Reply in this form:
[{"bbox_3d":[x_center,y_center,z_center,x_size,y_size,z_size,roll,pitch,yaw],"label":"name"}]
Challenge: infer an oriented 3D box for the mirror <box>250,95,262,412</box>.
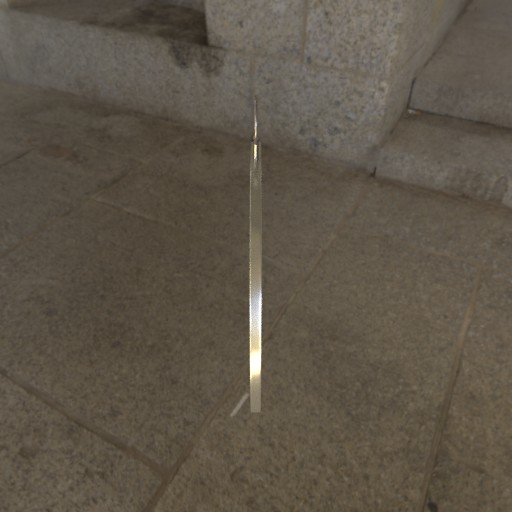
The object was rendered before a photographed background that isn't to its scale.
[{"bbox_3d":[0.000,0.000,0.979,0.020,0.713,0.594,0,41,0],"label":"mirror"}]
